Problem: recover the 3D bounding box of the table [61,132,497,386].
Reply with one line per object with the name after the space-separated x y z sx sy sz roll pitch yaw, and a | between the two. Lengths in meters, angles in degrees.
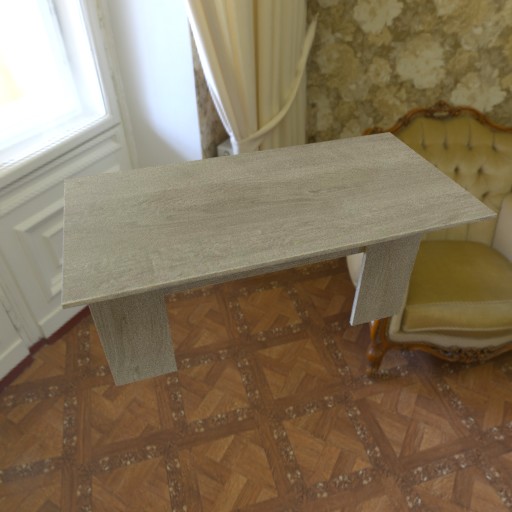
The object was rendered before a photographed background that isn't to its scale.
0.000 0.000 1.397 1.000 0.570 0.711 -12 41 -14 | table
